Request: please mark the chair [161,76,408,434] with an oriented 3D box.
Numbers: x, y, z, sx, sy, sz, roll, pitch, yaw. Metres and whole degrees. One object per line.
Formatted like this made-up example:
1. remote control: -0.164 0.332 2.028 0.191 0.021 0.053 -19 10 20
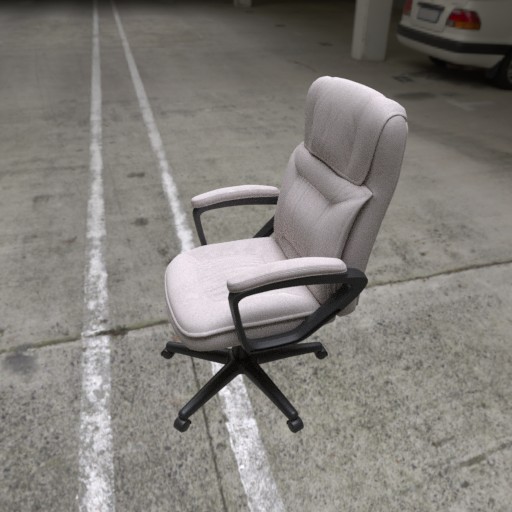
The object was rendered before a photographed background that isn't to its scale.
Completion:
1. chair: 0.000 0.000 1.531 0.724 1.105 0.667 -9 32 -14
